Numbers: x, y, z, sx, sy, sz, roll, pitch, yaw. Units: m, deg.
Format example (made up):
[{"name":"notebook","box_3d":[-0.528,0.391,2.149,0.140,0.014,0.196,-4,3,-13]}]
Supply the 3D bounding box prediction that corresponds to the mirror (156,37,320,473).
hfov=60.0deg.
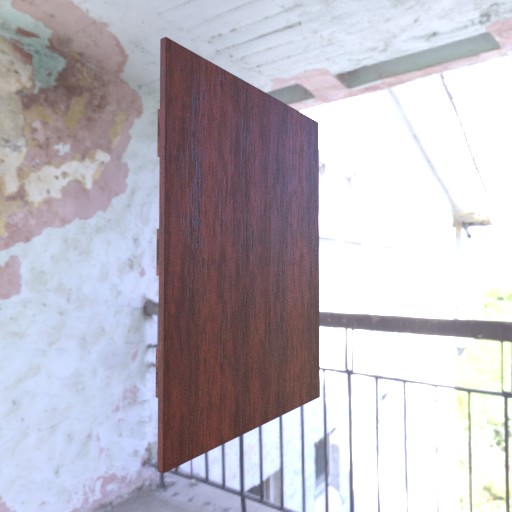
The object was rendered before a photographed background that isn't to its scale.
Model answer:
[{"name":"mirror","box_3d":[0.000,0.000,1.063,0.021,0.805,0.600,-1,-2,36]}]
